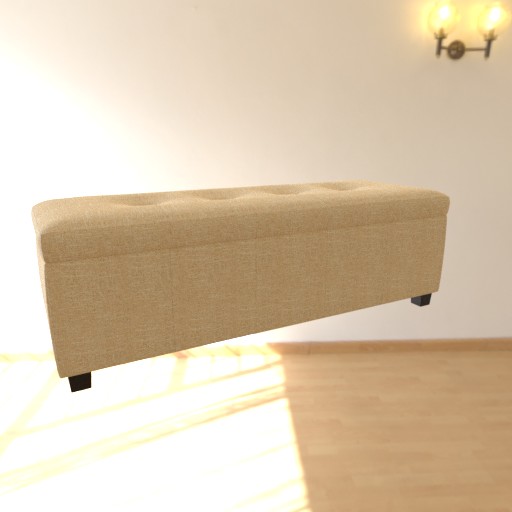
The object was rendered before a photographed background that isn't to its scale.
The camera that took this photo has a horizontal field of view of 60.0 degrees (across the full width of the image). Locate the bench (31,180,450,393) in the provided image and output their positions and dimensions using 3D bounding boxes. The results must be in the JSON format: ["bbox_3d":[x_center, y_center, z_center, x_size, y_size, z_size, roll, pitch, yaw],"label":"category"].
[{"bbox_3d":[0.000,0.000,1.388,1.219,0.406,0.432,-8,17,-27],"label":"bench"}]
